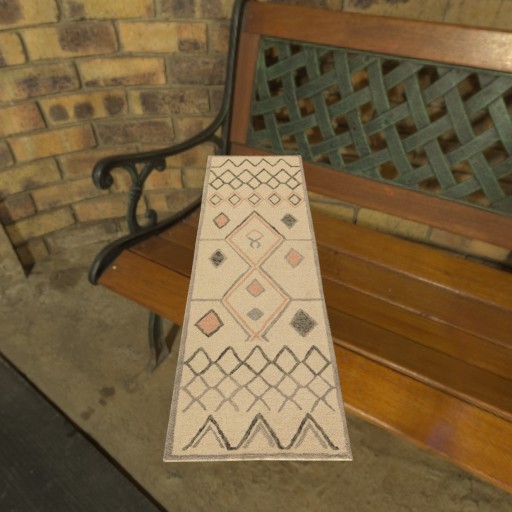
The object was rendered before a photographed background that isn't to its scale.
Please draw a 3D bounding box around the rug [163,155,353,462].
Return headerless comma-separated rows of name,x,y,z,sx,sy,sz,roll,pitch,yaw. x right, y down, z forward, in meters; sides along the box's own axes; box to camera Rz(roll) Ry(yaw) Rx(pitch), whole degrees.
rug,0.000,0.000,2.657,0.750,0.011,2.435,0,42,0
